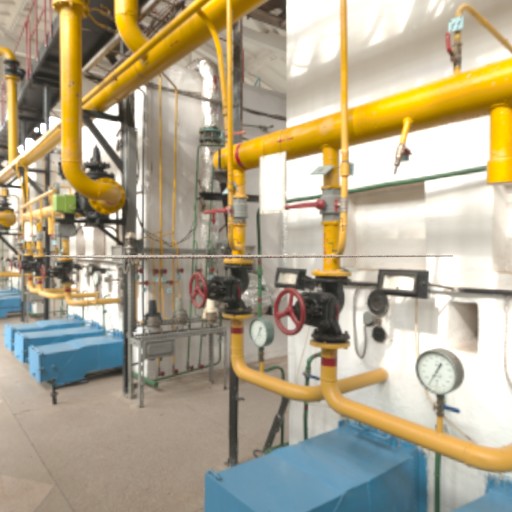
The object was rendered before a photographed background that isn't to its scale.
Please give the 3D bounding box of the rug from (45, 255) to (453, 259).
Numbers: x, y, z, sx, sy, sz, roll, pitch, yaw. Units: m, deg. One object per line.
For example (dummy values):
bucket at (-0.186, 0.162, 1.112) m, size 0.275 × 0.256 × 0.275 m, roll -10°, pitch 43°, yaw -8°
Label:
rug at (0.000, 0.000, 3.136) m, size 2.464 × 0.010 × 1.549 m, roll 0°, pitch 0°, yaw -37°
